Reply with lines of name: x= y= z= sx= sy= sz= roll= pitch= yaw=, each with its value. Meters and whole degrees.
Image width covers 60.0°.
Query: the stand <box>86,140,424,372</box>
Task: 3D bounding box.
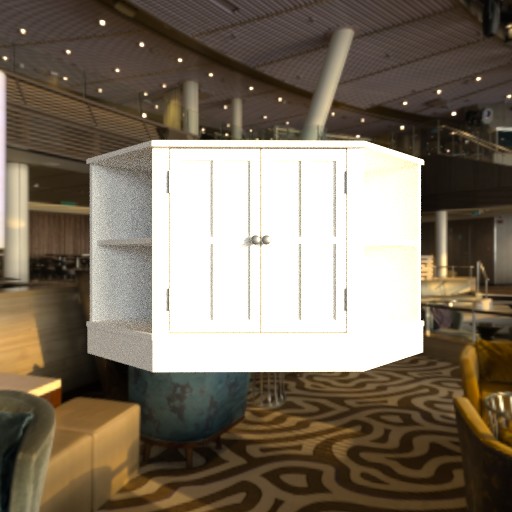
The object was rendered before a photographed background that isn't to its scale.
stand: x=0.000 y=0.000 z=1.409 sx=1.072 sy=0.614 sz=0.477 roll=0 pitch=0 yaw=-1
